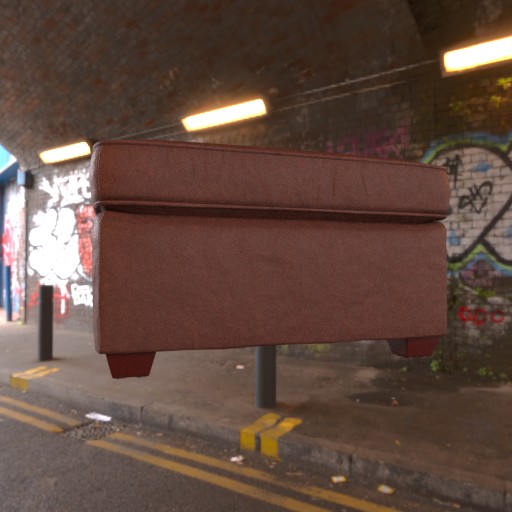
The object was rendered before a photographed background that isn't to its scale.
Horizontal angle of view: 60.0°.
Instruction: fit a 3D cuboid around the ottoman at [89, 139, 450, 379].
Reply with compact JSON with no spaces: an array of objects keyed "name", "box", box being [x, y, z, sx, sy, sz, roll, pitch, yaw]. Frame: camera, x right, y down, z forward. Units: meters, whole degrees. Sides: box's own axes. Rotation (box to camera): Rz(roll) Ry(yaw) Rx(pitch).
[{"name":"ottoman","box":[0.000,0.000,1.084,0.749,0.449,0.548,0,-2,-17]}]
